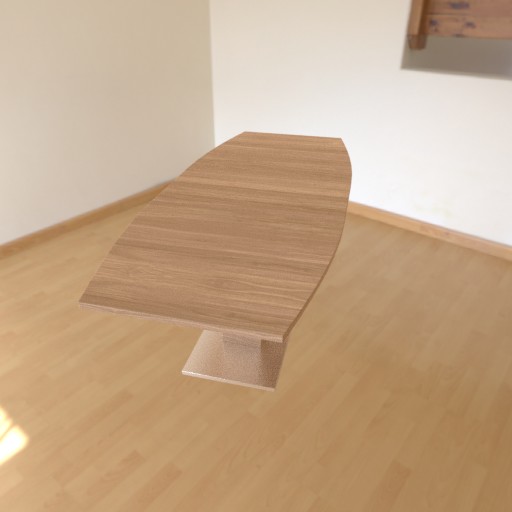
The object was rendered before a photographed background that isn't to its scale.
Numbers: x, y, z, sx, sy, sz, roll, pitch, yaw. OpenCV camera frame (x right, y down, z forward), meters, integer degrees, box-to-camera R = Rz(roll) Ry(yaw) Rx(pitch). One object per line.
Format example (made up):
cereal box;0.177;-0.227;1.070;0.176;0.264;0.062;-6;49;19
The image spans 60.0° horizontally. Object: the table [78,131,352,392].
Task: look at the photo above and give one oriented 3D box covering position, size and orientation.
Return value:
table;0.000;0.000;2.384;0.900;0.750;2.032;7;32;12
